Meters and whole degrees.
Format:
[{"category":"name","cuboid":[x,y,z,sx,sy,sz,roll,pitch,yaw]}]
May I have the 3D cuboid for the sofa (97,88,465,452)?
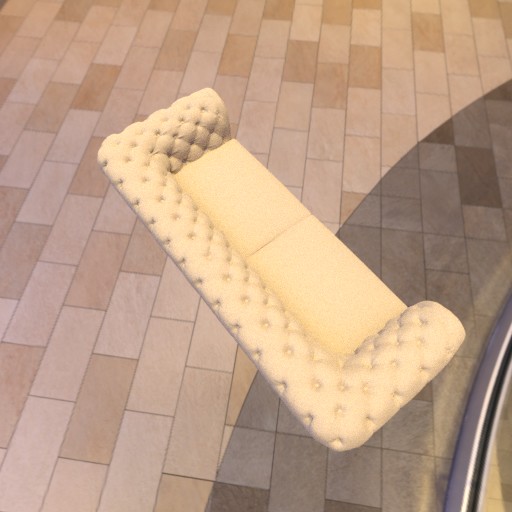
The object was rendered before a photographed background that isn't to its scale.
[{"category":"sofa","cuboid":[0.000,0.000,3.164,1.076,0.847,2.694,-34,66,-18]}]
